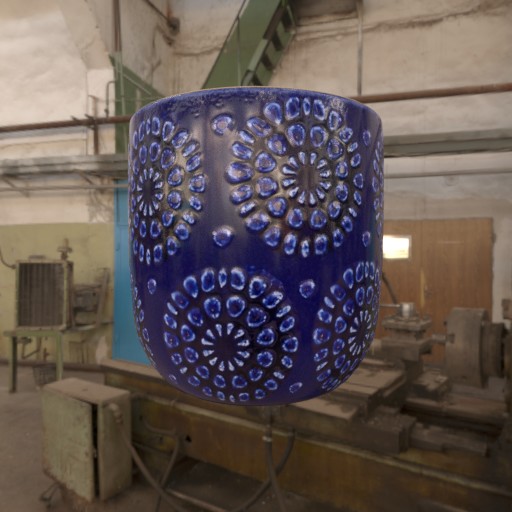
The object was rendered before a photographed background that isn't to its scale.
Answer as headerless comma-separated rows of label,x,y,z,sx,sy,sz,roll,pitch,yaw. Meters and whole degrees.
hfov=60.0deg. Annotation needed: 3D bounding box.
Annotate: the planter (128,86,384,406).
planter,0.000,0.000,0.197,0.109,0.112,0.109,0,1,0
